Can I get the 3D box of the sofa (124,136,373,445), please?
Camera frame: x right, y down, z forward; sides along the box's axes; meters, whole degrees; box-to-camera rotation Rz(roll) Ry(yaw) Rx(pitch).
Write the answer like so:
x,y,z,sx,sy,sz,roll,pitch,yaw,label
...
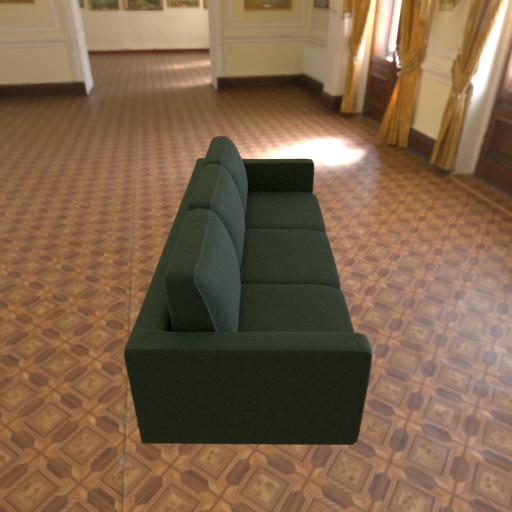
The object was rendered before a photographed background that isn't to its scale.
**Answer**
x,y,z,sx,sy,sz,roll,pitch,yaw,label
0.000,0.000,2.470,0.879,0.899,2.029,0,31,0,sofa
